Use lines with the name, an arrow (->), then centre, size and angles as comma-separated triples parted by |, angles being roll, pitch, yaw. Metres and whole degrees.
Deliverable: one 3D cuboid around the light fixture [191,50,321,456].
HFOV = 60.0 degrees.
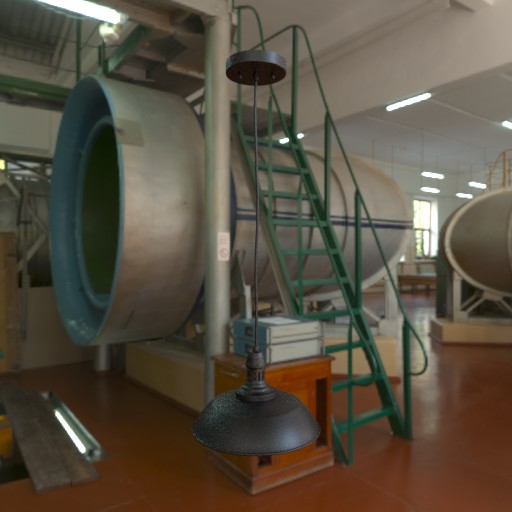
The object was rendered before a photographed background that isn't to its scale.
light fixture -> 0.000, 0.000, 1.147 | 0.331, 0.993, 0.331 | 0, 0, -2
